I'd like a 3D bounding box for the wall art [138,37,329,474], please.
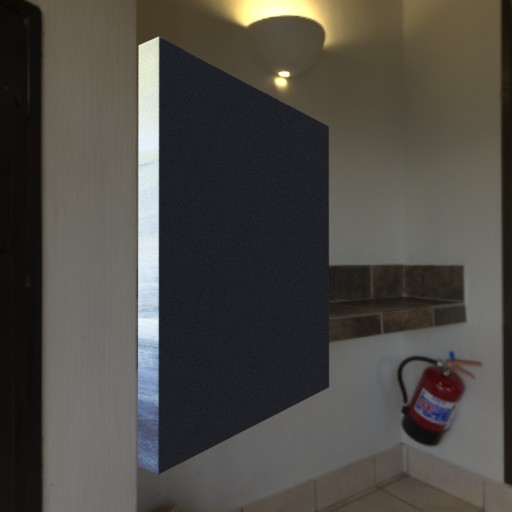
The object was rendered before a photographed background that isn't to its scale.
[{"bbox_3d":[0.000,0.000,0.703,0.037,0.511,0.435,0,-1,36],"label":"wall art"}]
